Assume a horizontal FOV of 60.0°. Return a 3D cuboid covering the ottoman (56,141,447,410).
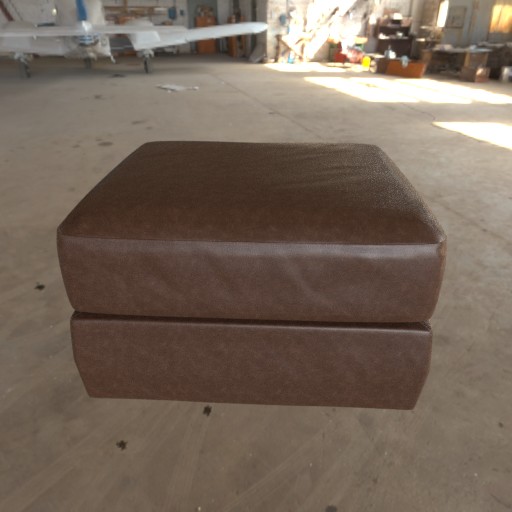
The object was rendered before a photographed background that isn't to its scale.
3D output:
[{"bbox_3d":[0.000,0.000,1.111,0.751,0.476,0.603,1,29,3],"label":"ottoman"}]
